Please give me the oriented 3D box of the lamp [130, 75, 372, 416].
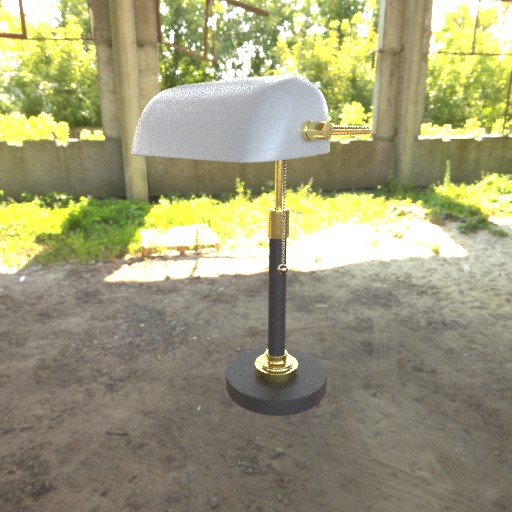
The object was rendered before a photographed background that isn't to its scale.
[{"bbox_3d":[0.000,0.000,0.553,0.269,0.404,0.227,15,22,42],"label":"lamp"}]
